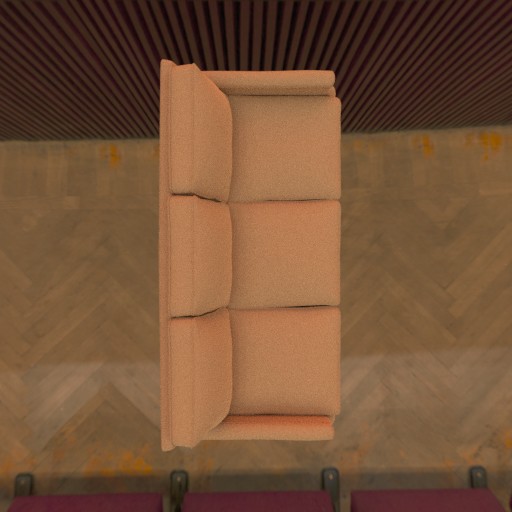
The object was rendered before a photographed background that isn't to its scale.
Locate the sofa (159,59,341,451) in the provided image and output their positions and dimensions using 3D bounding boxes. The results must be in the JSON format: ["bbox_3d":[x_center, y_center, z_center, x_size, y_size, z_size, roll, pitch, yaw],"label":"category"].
[{"bbox_3d":[0.000,0.000,2.795,1.084,1.003,2.246,0,90,-1],"label":"sofa"}]
